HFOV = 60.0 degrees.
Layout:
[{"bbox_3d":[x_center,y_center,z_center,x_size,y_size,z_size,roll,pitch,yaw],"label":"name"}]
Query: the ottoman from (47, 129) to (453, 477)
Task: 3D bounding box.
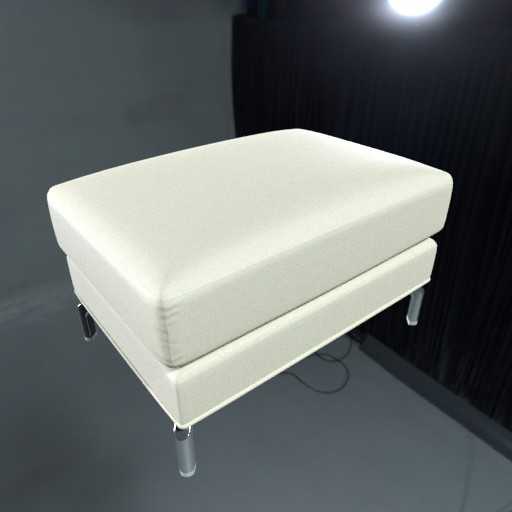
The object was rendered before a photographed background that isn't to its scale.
[{"bbox_3d":[0.000,0.000,1.170,0.835,0.497,0.581,-22,37,-33],"label":"ottoman"}]
